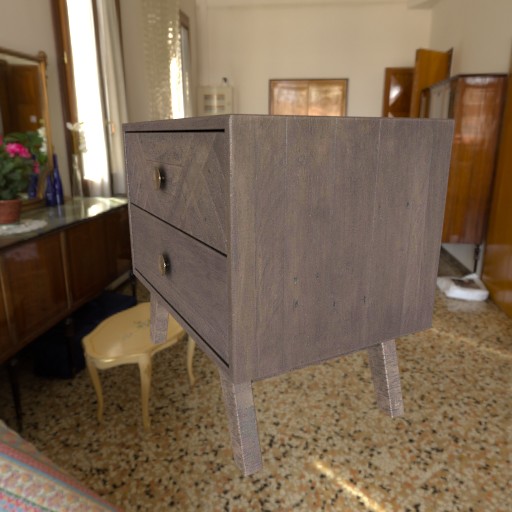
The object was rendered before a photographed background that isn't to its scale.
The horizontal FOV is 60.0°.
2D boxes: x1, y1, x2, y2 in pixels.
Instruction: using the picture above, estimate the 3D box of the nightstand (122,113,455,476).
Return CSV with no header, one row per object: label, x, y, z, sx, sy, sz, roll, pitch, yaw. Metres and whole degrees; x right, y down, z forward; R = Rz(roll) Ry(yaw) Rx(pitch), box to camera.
nightstand,0.000,0.000,1.032,0.450,0.599,0.650,-8,17,-27
